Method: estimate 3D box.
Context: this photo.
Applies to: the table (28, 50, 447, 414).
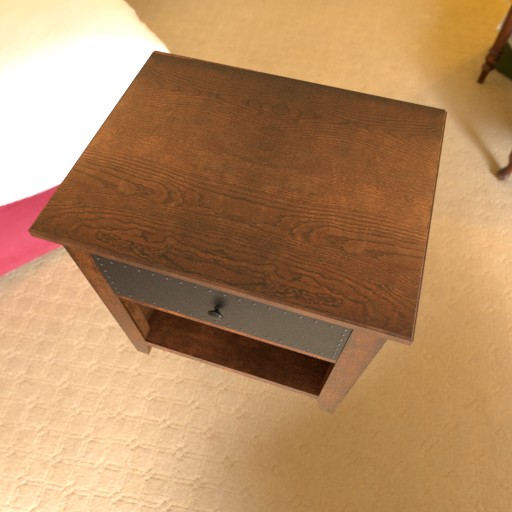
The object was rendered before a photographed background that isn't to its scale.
[{"bbox_3d":[0.000,0.000,0.992,0.586,0.597,0.461,15,60,9],"label":"table"}]
